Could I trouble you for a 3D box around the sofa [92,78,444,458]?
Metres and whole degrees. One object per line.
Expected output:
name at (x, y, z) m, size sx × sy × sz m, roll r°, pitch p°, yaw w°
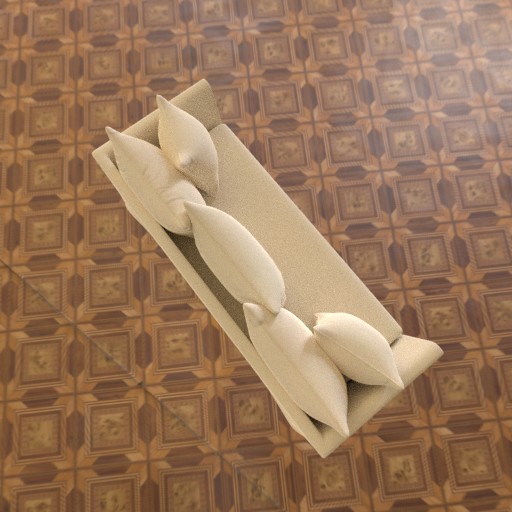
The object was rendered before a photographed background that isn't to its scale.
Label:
sofa at (0.000, 0.000, 3.090) m, size 1.030 × 1.042 × 2.484 m, roll -37°, pitch 78°, yaw -9°
